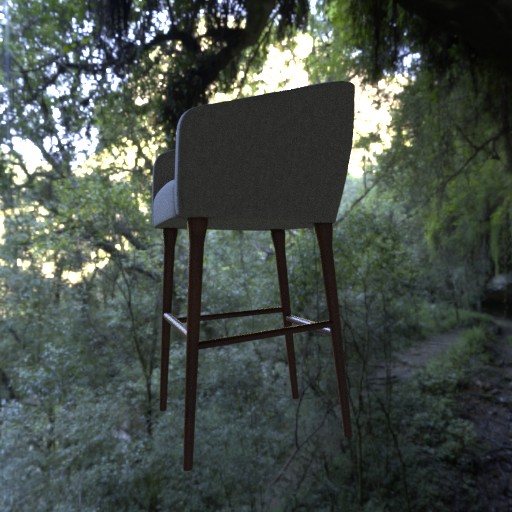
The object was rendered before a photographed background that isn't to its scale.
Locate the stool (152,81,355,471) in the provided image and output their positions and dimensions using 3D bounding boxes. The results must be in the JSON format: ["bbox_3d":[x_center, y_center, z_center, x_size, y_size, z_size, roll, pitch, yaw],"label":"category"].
[{"bbox_3d":[0.000,0.000,1.421,0.607,1.078,0.559,0,0,-20],"label":"stool"}]
